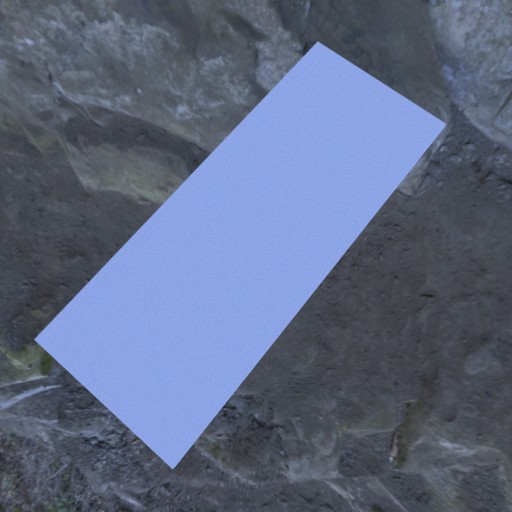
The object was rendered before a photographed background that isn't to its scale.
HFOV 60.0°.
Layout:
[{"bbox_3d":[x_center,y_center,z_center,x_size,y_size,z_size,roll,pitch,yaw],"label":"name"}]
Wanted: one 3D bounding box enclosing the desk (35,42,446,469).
[{"bbox_3d":[0.000,0.000,1.917,0.603,0.773,1.530,38,77,11],"label":"desk"}]
